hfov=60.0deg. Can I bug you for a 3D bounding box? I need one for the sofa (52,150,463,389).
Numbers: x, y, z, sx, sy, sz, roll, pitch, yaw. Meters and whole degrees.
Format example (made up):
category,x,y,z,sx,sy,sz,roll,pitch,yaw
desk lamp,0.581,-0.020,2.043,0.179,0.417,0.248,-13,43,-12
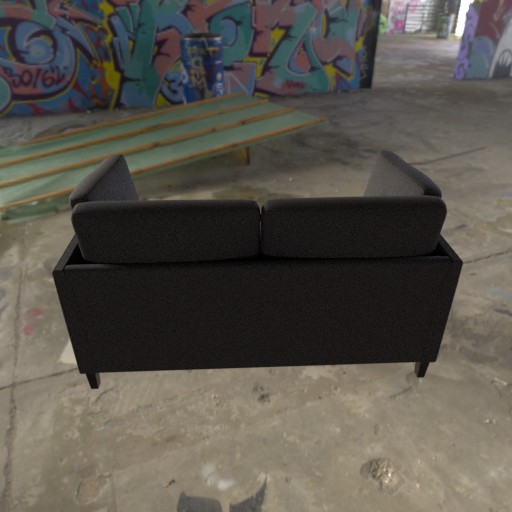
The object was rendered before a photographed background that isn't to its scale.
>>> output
category,x,y,z,sx,sy,sz,roll,pitch,yaw
sofa,0.000,0.000,2.351,1.751,0.920,0.969,-1,30,-2
